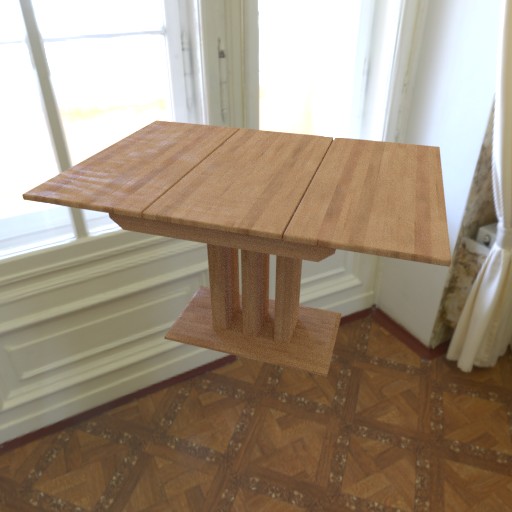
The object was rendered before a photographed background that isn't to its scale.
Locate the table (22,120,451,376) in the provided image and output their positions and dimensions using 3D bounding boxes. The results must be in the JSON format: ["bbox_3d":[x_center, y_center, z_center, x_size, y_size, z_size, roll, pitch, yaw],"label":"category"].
[{"bbox_3d":[0.000,0.000,1.832,1.300,0.770,0.900,10,34,15],"label":"table"}]
